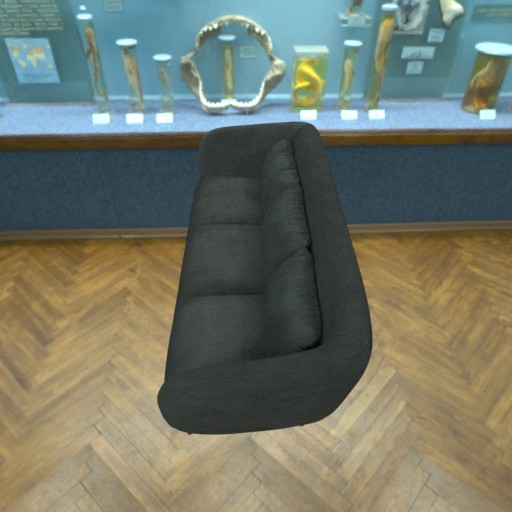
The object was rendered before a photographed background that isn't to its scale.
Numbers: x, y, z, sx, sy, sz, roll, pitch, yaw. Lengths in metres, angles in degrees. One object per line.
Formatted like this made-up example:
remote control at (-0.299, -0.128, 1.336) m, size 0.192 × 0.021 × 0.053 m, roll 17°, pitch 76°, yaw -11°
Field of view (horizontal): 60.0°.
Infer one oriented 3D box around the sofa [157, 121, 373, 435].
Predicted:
sofa at (0.000, 0.000, 2.750) m, size 0.956 × 0.875 × 2.296 m, roll -1°, pitch 41°, yaw -1°
